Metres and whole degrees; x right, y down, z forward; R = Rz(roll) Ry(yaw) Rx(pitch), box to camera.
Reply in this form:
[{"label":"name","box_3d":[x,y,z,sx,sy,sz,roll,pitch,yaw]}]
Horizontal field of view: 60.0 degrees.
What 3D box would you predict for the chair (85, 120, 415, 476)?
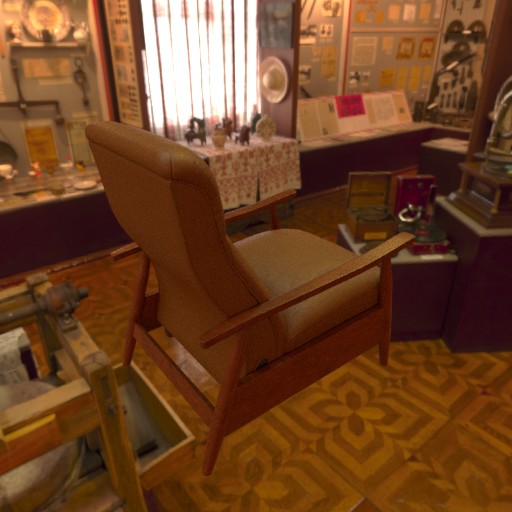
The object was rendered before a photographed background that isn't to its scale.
[{"label":"chair","box_3d":[0.000,0.000,1.778,1.014,1.082,0.762,-18,32,-33]}]
